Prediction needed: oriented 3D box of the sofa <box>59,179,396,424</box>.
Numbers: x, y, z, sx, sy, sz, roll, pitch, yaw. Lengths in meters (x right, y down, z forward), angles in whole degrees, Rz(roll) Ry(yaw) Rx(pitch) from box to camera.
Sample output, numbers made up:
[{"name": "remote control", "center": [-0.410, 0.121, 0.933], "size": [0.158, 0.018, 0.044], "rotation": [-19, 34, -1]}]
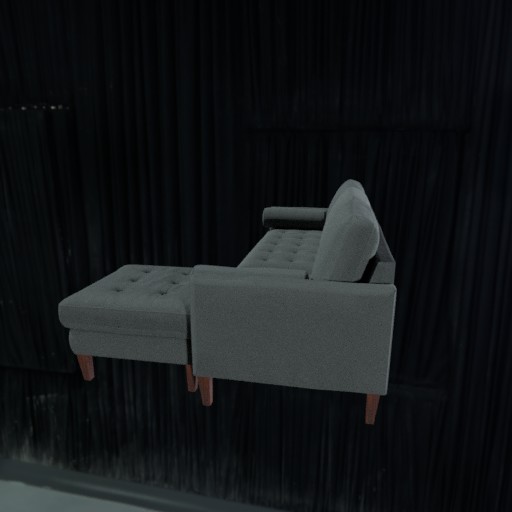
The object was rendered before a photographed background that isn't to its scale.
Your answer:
[{"name": "sofa", "center": [0.000, 0.000, 2.881], "size": [1.506, 0.876, 2.178], "rotation": [3, 14, 11]}]
